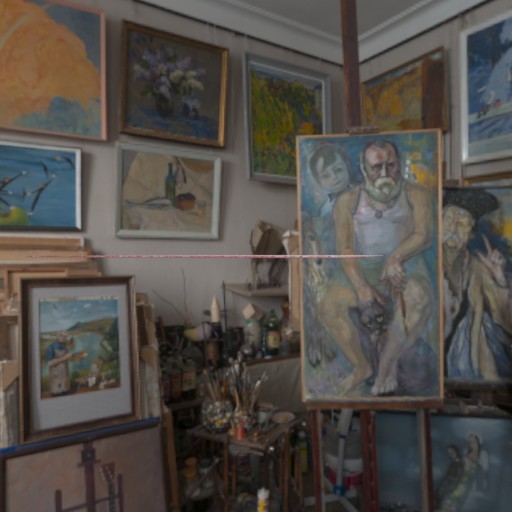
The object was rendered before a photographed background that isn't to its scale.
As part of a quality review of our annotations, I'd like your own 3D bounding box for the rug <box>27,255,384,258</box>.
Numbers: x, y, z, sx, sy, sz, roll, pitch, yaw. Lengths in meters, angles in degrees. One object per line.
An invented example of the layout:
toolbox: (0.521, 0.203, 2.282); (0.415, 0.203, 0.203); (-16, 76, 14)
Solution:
rug: (0.000, 0.000, 2.337); (1.219, 0.006, 1.829); (0, 0, 19)
